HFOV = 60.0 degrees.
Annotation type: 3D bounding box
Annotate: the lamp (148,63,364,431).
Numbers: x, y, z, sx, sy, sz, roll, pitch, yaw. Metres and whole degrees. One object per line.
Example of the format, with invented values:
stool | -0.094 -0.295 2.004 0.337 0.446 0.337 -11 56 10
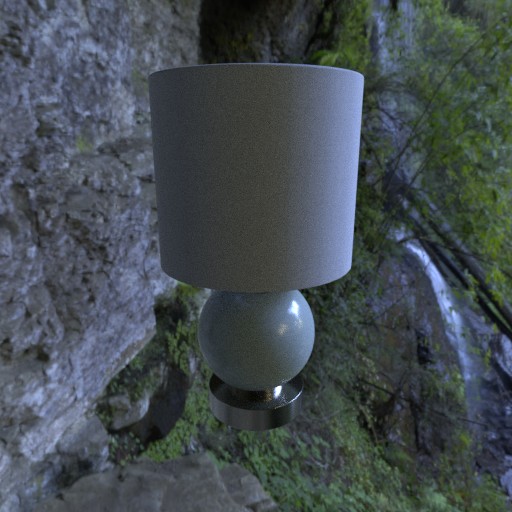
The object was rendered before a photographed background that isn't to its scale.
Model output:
lamp | 0.000 0.000 0.471 0.201 0.353 0.201 3 16 10
